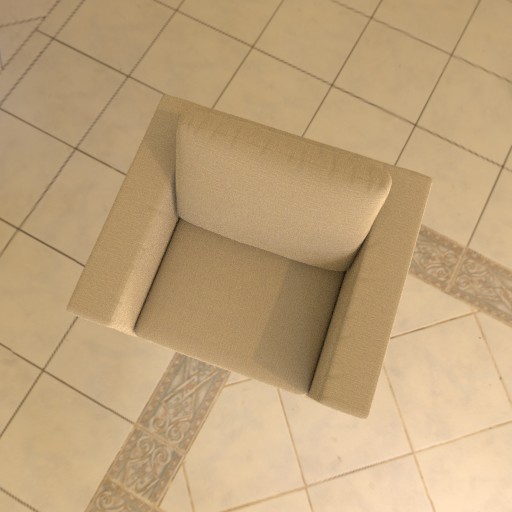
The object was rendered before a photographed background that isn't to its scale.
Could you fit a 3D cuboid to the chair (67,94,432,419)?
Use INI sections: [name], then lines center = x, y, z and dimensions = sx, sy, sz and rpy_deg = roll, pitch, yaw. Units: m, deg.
[chair]
center = 0.000, 0.000, 1.822
dimensions = 1.150, 0.878, 0.957
rpy_deg = 19, 77, 5
